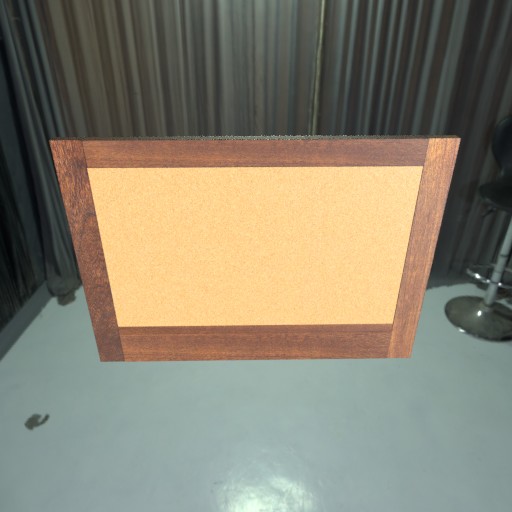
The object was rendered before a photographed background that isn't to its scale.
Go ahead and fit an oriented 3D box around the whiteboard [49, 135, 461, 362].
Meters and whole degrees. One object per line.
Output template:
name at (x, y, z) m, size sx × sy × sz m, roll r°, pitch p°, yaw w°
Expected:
whiteboard at (0.000, 0.000, 1.017) m, size 0.783 × 0.559 × 0.083 m, roll -1°, pitch 30°, yaw -1°
